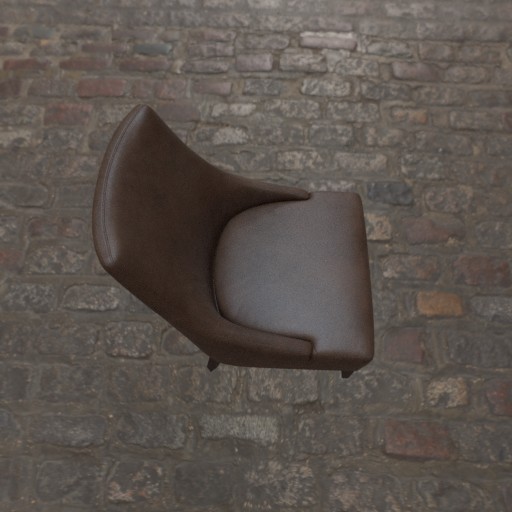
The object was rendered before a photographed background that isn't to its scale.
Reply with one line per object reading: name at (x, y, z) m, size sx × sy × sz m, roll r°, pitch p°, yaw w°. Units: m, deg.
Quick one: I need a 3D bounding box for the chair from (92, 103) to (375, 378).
chair at (0.000, 0.000, 1.582) m, size 0.861 × 0.909 × 0.701 m, roll 2°, pitch 63°, yaw 1°
